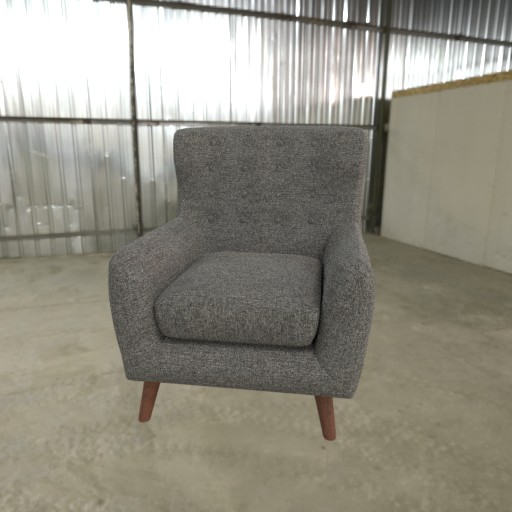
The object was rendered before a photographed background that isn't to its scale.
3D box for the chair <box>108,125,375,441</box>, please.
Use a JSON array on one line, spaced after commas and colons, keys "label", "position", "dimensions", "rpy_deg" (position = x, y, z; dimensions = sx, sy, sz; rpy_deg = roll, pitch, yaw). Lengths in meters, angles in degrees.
[{"label": "chair", "position": [0.000, 0.000, 1.792], "dimensions": [0.889, 1.039, 0.940], "rpy_deg": [2, 15, 8]}]
